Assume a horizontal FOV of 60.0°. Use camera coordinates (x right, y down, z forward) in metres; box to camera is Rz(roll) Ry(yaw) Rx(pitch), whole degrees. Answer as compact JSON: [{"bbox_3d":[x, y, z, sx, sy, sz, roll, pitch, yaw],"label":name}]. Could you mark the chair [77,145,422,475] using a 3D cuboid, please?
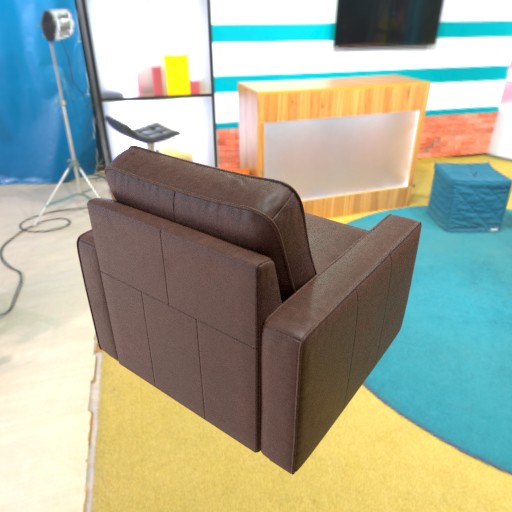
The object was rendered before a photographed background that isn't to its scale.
[{"bbox_3d":[0.000,0.000,1.758,1.017,0.919,0.940,20,35,31],"label":"chair"}]
